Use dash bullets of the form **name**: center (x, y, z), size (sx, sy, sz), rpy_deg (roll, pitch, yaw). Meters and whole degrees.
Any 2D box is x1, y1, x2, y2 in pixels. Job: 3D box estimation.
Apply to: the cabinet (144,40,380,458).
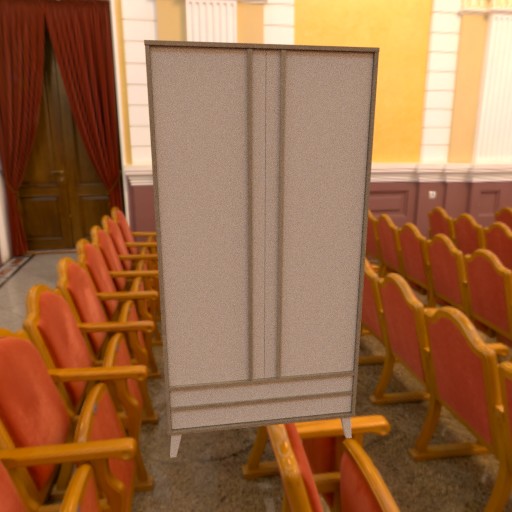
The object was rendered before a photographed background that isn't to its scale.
- **cabinet**: center (0.000, 0.000, 2.396), size (1.006, 1.999, 0.571), rpy_deg (-2, 15, -9)
